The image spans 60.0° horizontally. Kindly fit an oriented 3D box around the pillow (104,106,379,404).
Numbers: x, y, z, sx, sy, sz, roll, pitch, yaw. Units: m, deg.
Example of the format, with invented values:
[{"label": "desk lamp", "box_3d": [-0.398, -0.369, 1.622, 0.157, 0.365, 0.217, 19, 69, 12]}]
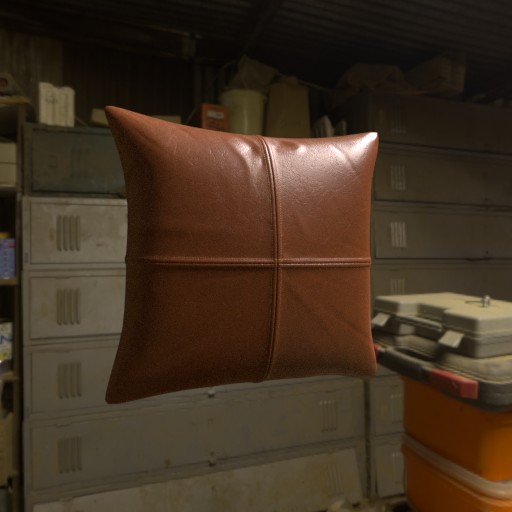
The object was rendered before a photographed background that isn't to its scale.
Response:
[{"label": "pillow", "box_3d": [0.000, 0.000, 0.773, 0.501, 0.477, 0.192, 0, 1, -18]}]
